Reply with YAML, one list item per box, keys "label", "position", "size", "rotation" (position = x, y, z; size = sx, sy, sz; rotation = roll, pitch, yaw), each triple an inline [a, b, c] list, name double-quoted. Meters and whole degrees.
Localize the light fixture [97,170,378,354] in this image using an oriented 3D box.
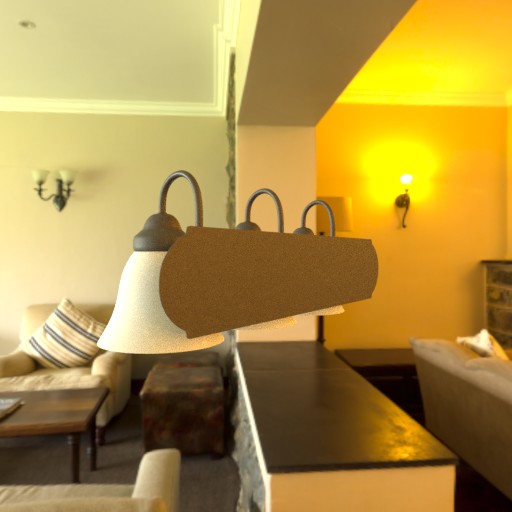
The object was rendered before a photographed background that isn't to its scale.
- label: "light fixture"
  position: [0.000, 0.000, 0.738]
  size: [0.199, 0.222, 0.610]
  rotation: [0, 0, 35]
